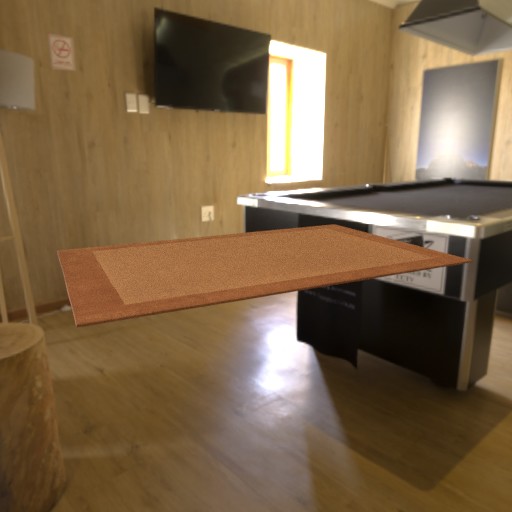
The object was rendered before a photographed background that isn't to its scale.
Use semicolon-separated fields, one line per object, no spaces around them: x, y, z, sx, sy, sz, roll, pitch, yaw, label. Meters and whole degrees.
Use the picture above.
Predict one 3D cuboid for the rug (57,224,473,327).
0.000;0.000;3.048;2.438;0.014;1.524;-7;16;-26;rug
